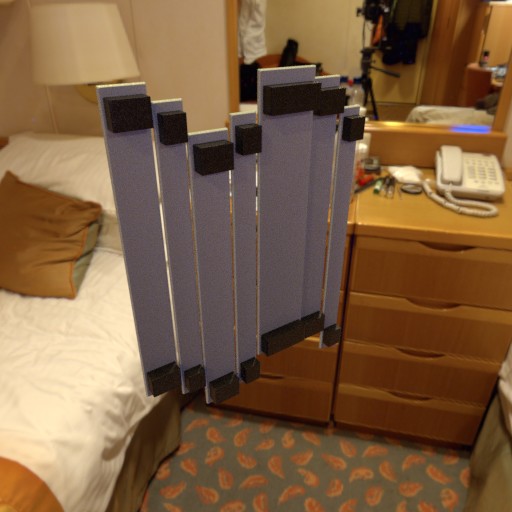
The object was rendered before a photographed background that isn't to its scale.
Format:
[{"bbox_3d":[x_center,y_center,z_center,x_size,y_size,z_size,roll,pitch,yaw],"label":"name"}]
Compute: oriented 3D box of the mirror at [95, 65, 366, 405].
[{"bbox_3d":[0.000,0.000,0.783,0.445,0.611,0.058,-18,34,-29],"label":"mirror"}]
